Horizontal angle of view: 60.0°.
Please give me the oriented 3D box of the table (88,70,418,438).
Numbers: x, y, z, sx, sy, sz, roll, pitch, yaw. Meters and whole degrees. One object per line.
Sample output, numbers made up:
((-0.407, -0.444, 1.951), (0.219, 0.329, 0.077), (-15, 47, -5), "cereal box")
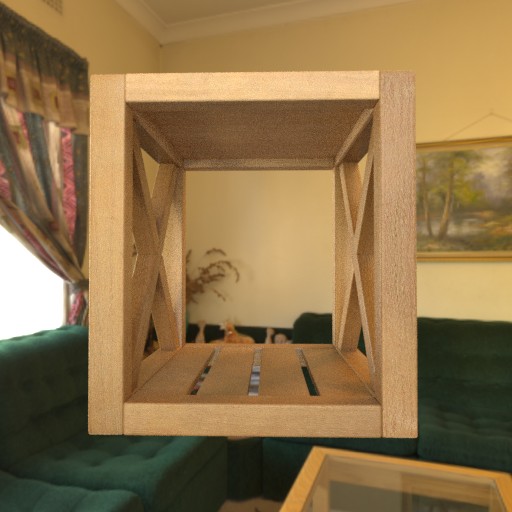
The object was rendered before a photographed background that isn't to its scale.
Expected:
((0.000, 0.000, 1.017), (0.558, 0.610, 0.559), (0, -1, 2), "table")
